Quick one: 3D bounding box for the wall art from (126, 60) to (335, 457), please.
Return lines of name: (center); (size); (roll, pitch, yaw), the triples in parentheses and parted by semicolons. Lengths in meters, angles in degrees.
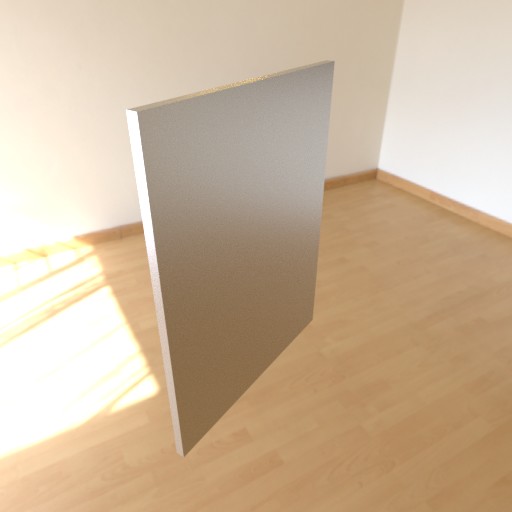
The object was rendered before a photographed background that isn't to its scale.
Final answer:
wall art: (0.000, 0.000, 1.394); (0.030, 1.046, 0.816); (20, 37, 30)
